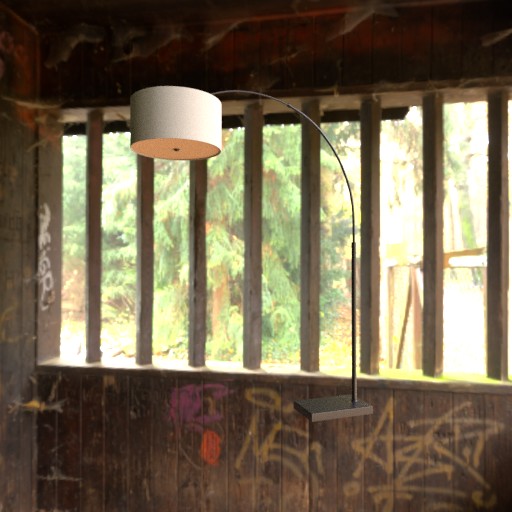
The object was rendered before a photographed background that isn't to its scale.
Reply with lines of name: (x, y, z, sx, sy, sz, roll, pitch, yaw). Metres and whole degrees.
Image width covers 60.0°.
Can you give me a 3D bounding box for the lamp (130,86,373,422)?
lamp: (0.000, 0.000, 2.598, 1.424, 1.927, 0.493, 0, -1, -19)
